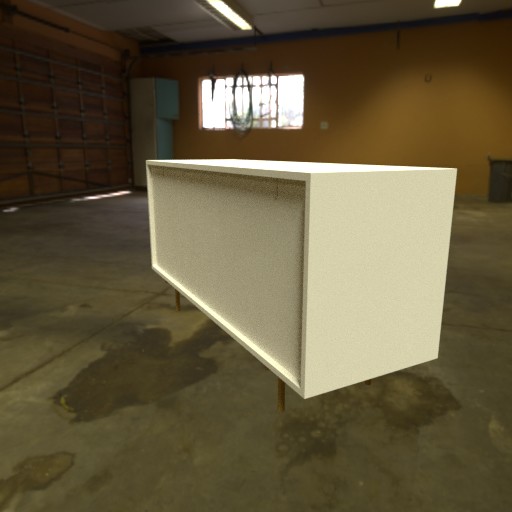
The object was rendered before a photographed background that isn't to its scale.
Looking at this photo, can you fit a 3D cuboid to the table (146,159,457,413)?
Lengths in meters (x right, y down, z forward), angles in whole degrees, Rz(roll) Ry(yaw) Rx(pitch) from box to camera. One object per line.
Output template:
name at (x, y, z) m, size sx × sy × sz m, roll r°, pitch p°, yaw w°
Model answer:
table at (0.000, 0.000, 1.879) m, size 0.508 × 0.769 × 1.500 m, roll -7°, pitch 15°, yaw -27°
